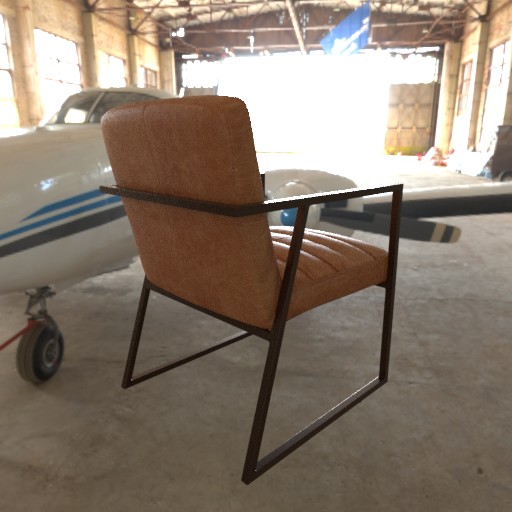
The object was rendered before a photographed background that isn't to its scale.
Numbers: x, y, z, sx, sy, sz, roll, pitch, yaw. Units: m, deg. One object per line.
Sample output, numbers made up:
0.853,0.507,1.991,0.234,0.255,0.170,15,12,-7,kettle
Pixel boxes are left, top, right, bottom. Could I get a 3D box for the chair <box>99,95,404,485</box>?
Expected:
0.000,0.000,1.283,0.677,0.832,0.571,-14,21,-43,chair
